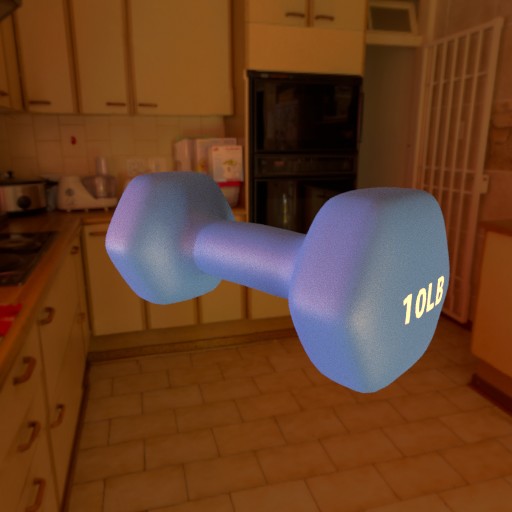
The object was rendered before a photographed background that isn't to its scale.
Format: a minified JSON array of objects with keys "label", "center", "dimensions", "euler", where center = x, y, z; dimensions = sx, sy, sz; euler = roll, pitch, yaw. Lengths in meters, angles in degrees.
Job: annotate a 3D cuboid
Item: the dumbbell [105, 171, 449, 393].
[{"label":"dumbbell","center":[0.000,0.000,0.270],"dimensions":[0.212,0.093,0.103],"euler":[14,20,43]}]
